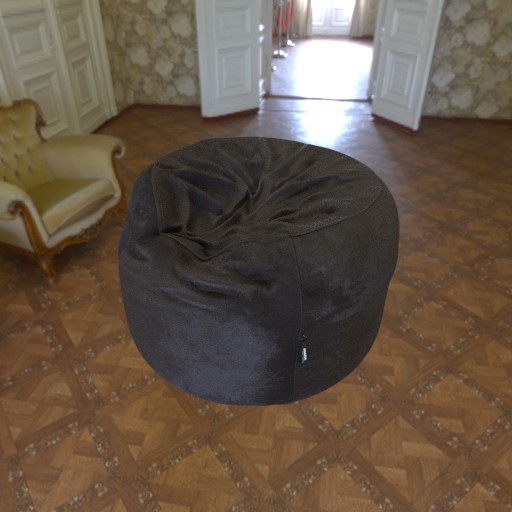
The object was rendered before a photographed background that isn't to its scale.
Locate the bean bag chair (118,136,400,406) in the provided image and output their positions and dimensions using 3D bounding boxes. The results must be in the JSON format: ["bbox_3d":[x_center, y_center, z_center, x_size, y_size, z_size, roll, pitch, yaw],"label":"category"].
[{"bbox_3d":[0.000,0.000,1.523,0.918,0.605,0.918,0,33,0],"label":"bean bag chair"}]
